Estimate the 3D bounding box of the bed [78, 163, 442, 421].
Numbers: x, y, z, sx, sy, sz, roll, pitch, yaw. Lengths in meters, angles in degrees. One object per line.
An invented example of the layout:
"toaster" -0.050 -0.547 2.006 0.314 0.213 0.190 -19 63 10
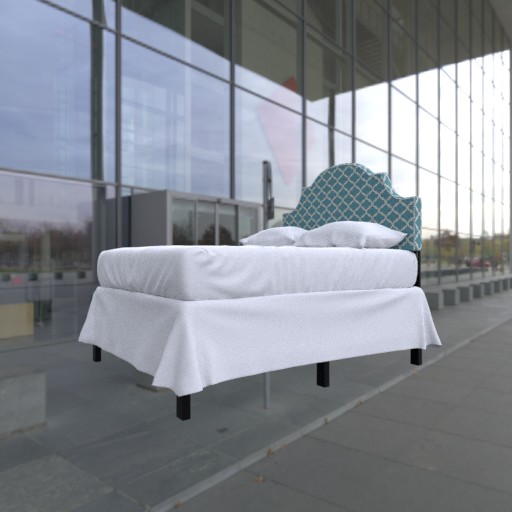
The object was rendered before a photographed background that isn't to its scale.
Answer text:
"bed" 0.000 0.000 3.388 2.222 1.633 1.780 0 0 -35
